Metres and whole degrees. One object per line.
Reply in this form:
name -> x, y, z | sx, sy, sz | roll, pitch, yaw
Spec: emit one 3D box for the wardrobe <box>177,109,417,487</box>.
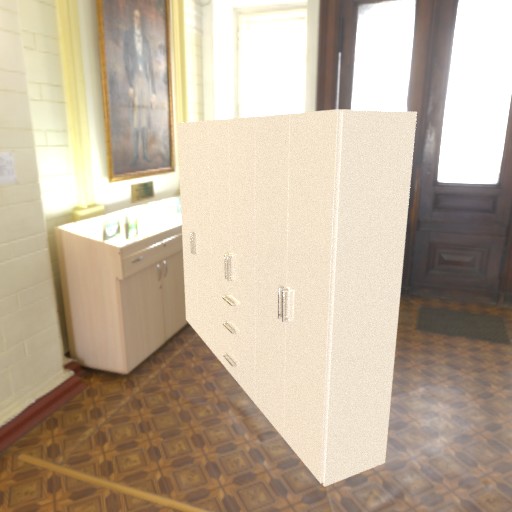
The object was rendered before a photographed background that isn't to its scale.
wardrobe -> 0.000, 0.000, 4.002 | 0.580, 2.360, 3.000 | -7, 17, -25
